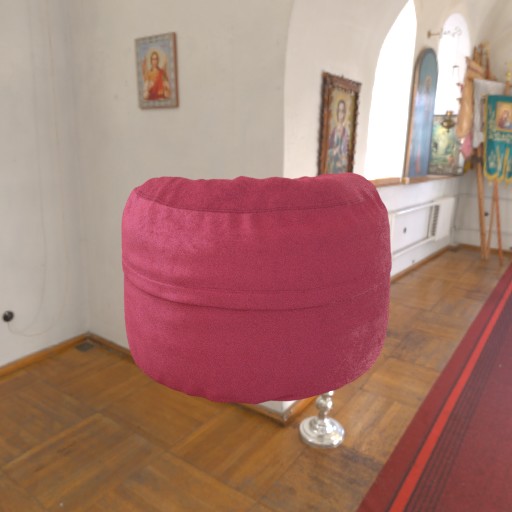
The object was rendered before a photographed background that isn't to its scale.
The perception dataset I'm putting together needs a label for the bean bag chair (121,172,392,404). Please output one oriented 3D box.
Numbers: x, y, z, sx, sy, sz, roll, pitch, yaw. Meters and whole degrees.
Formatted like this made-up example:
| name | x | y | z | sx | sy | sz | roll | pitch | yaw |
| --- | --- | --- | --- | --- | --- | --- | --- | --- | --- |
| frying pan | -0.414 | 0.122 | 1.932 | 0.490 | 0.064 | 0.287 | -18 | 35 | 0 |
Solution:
| name | x | y | z | sx | sy | sz | roll | pitch | yaw |
| --- | --- | --- | --- | --- | --- | --- | --- | --- | --- |
| bean bag chair | 0.000 | 0.000 | 2.039 | 1.218 | 0.788 | 1.218 | 0 | 15 | 0 |
